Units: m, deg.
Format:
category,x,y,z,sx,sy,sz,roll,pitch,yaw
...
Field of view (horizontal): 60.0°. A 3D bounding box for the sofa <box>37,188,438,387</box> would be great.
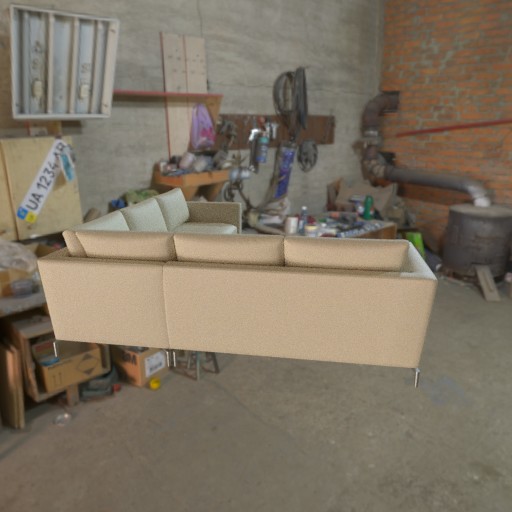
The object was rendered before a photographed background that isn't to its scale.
category,x,y,z,sx,sy,sz,roll,pitch,yaw
sofa,0.000,0.000,3.817,2.430,0.867,2.448,3,16,9
